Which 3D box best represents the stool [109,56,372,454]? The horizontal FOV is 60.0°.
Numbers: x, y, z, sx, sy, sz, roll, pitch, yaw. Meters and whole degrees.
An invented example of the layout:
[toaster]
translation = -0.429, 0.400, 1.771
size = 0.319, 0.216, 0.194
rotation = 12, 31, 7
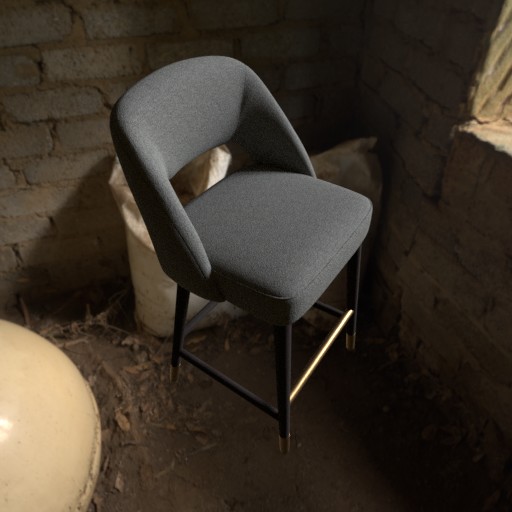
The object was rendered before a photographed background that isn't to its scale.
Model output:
[stool]
translation = 0.000, 0.000, 1.217
size = 0.524, 0.925, 0.536
rotation = 24, 46, 25
